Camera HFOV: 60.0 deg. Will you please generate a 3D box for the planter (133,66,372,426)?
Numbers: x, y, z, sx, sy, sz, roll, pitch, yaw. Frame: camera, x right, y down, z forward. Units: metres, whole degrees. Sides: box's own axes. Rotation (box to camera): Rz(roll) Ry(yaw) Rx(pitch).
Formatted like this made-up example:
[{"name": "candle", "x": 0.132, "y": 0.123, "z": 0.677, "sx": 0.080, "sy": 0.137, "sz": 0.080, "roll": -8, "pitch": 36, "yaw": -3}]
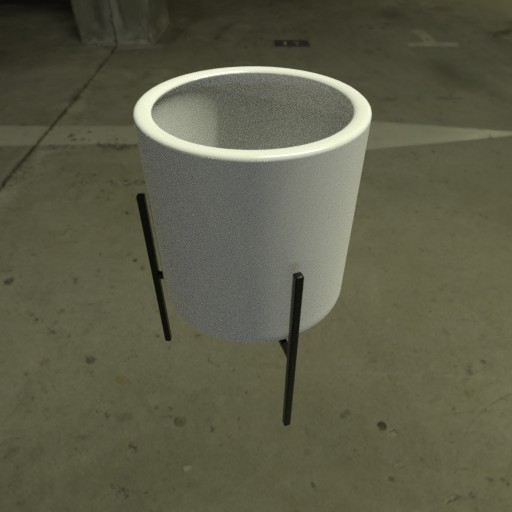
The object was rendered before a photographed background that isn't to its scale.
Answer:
[{"name": "planter", "x": 0.000, "y": 0.000, "z": 0.517, "sx": 0.239, "sy": 0.356, "sz": 0.239, "roll": -12, "pitch": 41, "yaw": -14}]
